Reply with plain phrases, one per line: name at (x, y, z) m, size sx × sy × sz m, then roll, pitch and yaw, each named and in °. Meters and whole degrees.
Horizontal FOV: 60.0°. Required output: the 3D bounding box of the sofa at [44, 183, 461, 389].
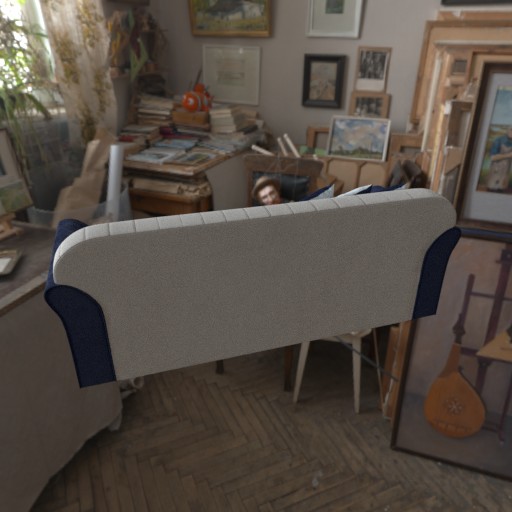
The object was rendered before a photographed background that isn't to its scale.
sofa at (0.000, 0.000, 2.414) m, size 2.006 × 0.789 × 0.749 m, roll -8°, pitch 28°, yaw -16°
